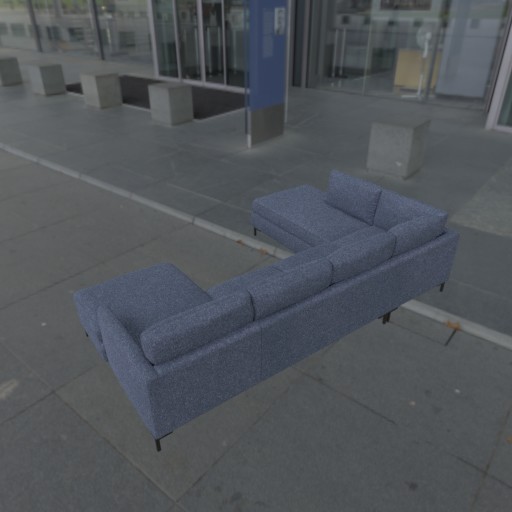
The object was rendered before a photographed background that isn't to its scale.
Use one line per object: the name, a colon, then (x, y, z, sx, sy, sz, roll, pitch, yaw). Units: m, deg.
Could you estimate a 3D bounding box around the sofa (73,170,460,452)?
sofa: (0.000, 0.000, 3.864, 2.956, 0.813, 2.007, -20, 36, -31)
